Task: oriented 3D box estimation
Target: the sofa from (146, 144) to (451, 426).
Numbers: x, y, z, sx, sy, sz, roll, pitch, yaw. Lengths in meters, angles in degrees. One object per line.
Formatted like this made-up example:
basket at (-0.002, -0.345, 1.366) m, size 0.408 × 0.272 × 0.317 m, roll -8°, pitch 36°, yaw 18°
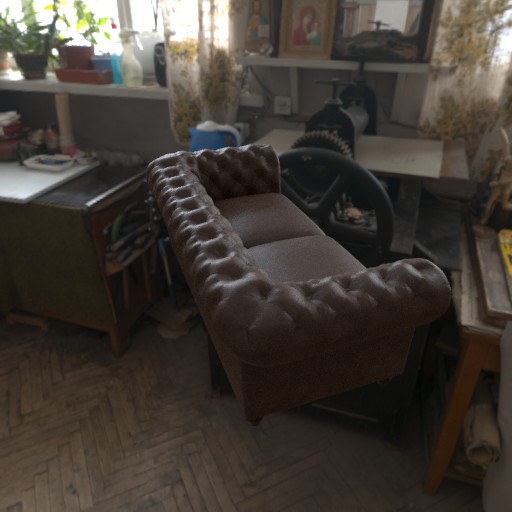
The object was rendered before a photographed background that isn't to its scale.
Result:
sofa at (0.000, 0.000, 2.575) m, size 0.955 × 0.784 × 2.048 m, roll -11°, pitch 32°, yaw -18°
